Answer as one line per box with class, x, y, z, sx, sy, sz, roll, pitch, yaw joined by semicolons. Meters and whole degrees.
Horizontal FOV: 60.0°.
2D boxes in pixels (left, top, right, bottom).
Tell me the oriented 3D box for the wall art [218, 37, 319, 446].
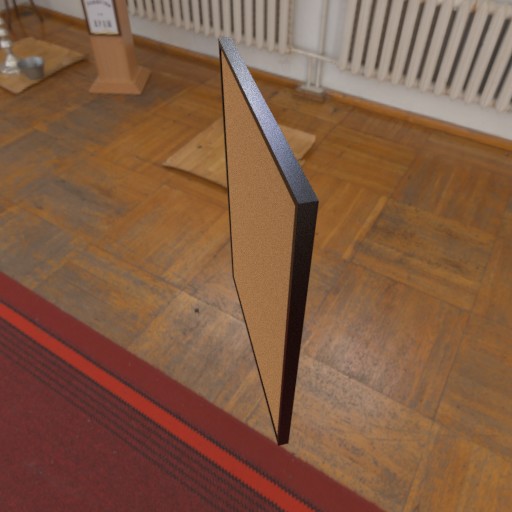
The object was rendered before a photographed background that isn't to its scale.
wall art;0.000;0.000;1.425;0.040;1.062;0.805;-10;46;-9
